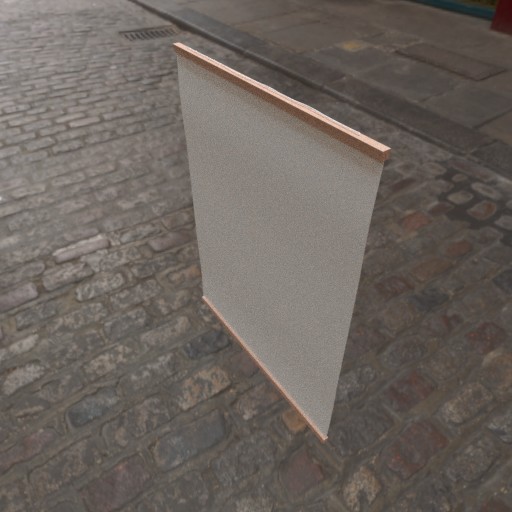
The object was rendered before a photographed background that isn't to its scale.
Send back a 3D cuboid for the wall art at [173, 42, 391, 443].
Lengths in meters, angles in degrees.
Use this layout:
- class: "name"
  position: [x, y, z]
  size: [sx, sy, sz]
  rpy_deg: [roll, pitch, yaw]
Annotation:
- class: "wall art"
  position: [0.000, 0.000, 1.300]
  size: [0.020, 1.013, 0.758]
  rpy_deg: [-25, 47, -26]
